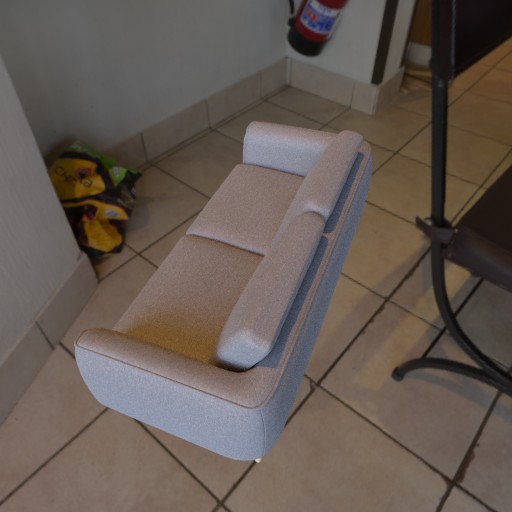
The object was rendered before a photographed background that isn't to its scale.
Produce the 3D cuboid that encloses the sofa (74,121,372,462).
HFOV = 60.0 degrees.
[{"bbox_3d":[0.000,0.000,2.505,0.920,0.870,2.000,16,48,15],"label":"sofa"}]
